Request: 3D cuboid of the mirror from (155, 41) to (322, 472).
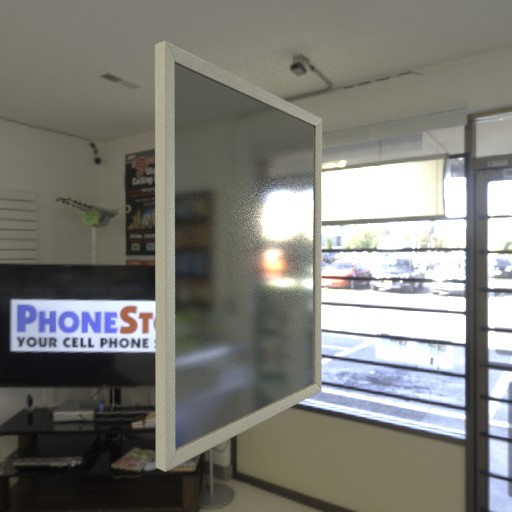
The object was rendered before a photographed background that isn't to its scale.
[{"bbox_3d":[0.000,0.000,1.360,0.040,1.016,0.762,0,1,37],"label":"mirror"}]
